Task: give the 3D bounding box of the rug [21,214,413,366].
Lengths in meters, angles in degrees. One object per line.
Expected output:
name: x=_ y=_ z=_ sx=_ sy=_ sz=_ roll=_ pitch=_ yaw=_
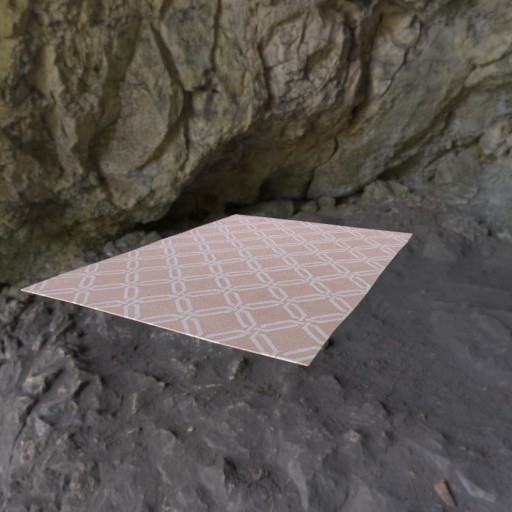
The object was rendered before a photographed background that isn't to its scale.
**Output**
rug: x=0.000 y=0.000 z=4.357 sx=2.452 sy=0.020 sz=3.365 roll=9 pitch=19 yaw=27
